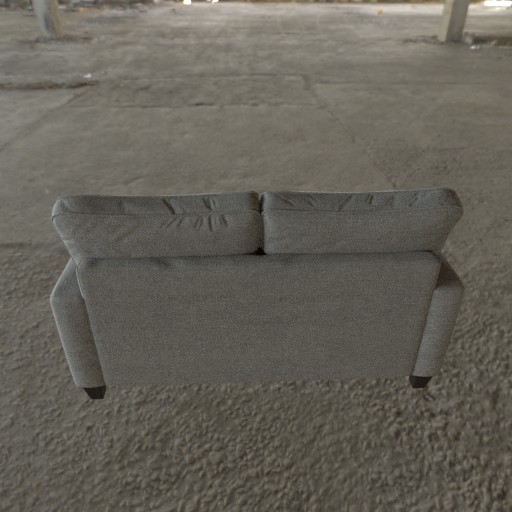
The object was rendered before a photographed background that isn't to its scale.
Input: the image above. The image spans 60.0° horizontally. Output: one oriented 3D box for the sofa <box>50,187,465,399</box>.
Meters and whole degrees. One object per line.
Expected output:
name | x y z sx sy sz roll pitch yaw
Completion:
sofa | 0.000 0.000 2.163 1.651 0.965 0.965 -1 32 -2
